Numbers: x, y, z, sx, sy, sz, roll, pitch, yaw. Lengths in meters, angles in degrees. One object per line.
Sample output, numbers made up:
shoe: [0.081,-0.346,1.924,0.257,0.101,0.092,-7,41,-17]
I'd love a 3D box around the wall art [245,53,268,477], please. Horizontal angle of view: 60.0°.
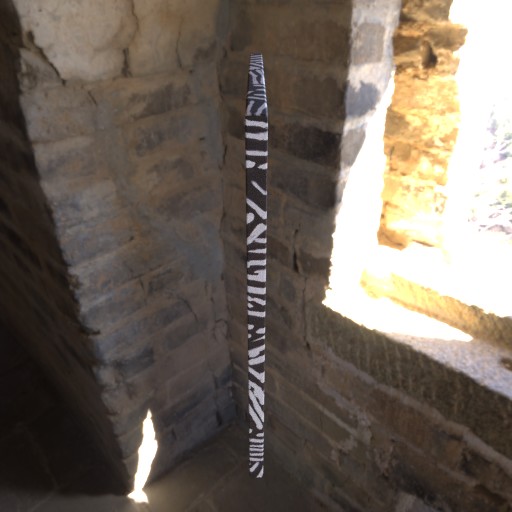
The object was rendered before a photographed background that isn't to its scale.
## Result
wall art: [0.000,0.000,1.326,0.038,1.017,0.765,0,32,0]
